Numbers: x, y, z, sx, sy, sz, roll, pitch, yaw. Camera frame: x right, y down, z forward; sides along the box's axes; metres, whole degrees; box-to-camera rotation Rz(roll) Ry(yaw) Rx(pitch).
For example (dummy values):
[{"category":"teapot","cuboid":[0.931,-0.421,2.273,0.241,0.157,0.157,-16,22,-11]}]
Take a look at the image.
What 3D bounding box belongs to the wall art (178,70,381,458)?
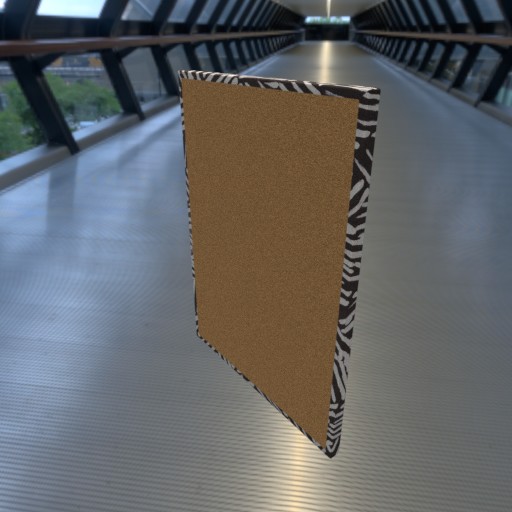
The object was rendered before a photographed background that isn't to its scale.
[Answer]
[{"category":"wall art","cuboid":[0.000,0.000,1.356,0.038,1.017,0.765,-18,31,-33]}]
